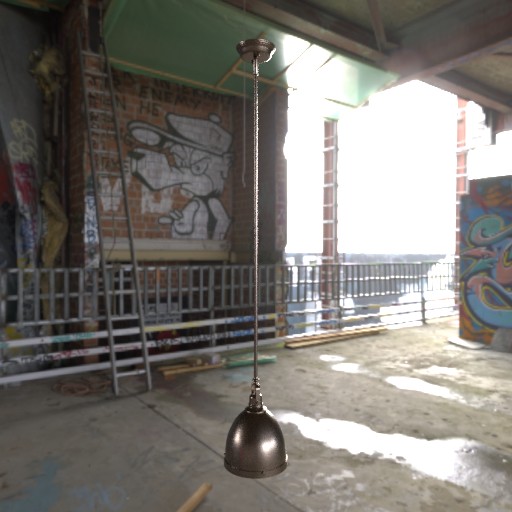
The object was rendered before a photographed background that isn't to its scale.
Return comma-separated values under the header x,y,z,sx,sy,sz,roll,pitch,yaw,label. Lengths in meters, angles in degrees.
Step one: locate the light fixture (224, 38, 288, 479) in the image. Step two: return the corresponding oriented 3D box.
x,y,z,sx,sy,sz,roll,pitch,yaw,label
0.000,0.000,1.460,0.211,1.367,0.217,0,0,-16,light fixture
